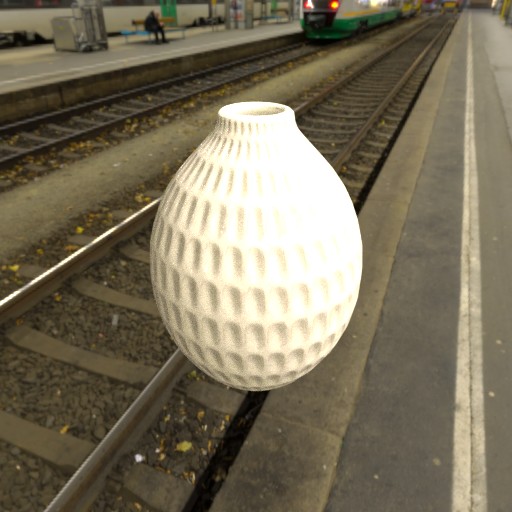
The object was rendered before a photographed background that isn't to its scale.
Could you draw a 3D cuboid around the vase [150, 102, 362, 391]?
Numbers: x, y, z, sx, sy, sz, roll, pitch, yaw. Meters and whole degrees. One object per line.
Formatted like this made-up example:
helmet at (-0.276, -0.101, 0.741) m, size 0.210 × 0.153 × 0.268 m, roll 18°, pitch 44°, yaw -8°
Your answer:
vase at (0.000, 0.000, 0.345) m, size 0.162 × 0.223 × 0.162 m, roll 0°, pitch 30°, yaw 0°
